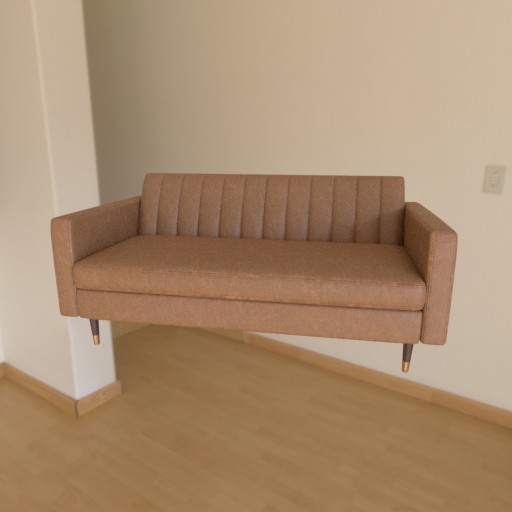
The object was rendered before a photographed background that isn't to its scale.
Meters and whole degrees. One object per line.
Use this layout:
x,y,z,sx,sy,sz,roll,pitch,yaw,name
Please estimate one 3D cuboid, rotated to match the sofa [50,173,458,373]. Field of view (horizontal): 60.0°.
0.000,0.000,2.414,1.847,0.821,0.993,3,15,10,sofa
